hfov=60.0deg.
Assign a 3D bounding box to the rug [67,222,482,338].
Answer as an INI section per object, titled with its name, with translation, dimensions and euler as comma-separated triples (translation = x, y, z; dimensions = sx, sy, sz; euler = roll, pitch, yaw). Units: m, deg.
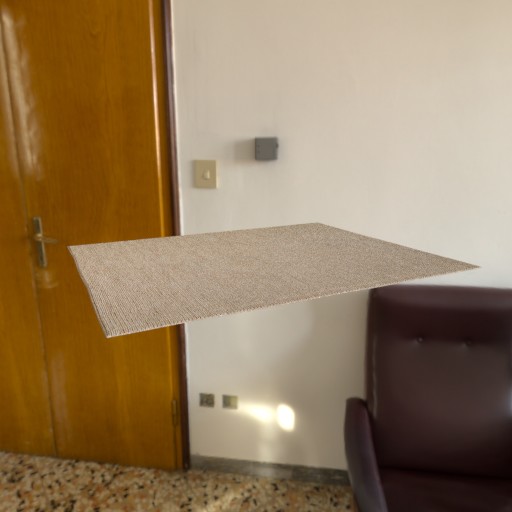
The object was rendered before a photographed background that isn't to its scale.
[rug]
translation = 0.000, 0.000, 4.083
dimensions = 3.034, 0.012, 2.406
euler = -7, 16, -26
